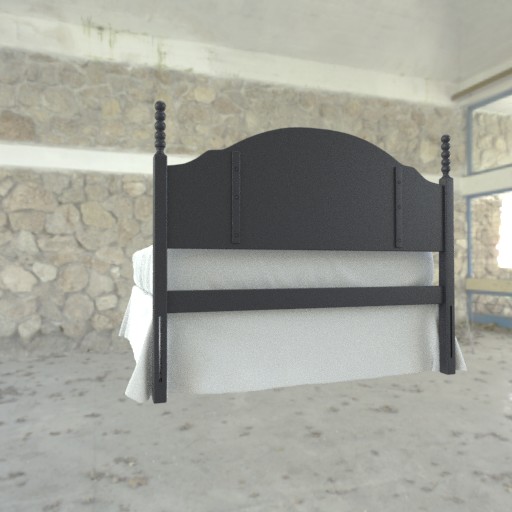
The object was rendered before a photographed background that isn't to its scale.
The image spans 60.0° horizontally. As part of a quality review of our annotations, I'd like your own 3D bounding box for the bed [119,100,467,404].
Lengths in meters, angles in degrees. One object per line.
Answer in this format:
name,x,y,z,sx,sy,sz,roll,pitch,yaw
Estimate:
bed,0.000,0.000,3.180,1.873,1.356,2.040,0,-1,-19
